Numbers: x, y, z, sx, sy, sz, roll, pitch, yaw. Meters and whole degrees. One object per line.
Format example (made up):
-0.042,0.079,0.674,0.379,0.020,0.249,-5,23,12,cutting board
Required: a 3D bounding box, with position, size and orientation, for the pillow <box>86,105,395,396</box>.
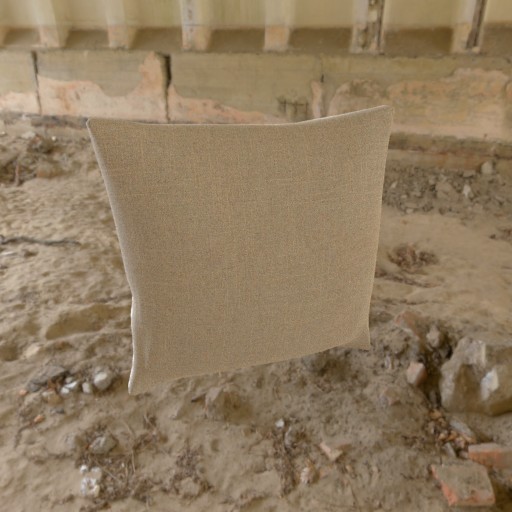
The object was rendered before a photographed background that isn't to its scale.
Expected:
0.000,0.000,0.786,0.496,0.491,0.219,-8,27,-16,pillow
